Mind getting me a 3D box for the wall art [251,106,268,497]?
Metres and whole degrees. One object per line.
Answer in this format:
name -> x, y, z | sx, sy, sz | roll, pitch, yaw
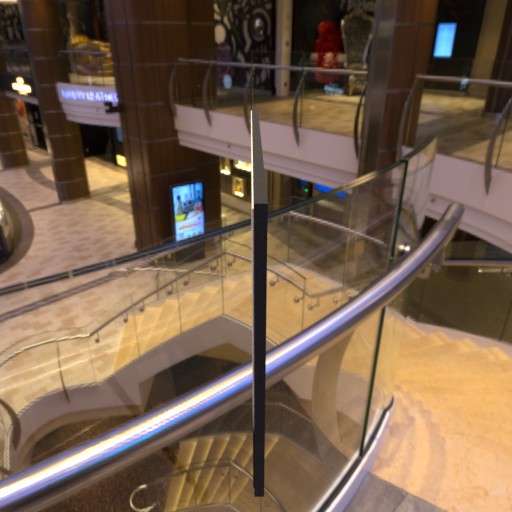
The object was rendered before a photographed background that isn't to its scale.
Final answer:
wall art -> 0.000, 0.000, 1.503 | 0.028, 0.805, 1.190 | 0, 27, -1
